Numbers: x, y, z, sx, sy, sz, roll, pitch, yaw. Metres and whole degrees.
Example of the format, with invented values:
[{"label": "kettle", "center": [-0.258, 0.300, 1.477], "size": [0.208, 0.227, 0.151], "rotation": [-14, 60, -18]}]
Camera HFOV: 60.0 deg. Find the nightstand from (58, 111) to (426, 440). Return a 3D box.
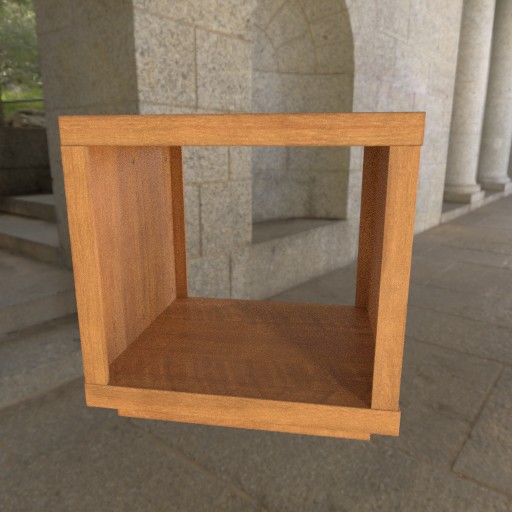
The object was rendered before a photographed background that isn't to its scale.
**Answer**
[{"label": "nightstand", "center": [0.000, 0.000, 0.845], "size": [0.493, 0.491, 0.436], "rotation": [2, 14, 9]}]
